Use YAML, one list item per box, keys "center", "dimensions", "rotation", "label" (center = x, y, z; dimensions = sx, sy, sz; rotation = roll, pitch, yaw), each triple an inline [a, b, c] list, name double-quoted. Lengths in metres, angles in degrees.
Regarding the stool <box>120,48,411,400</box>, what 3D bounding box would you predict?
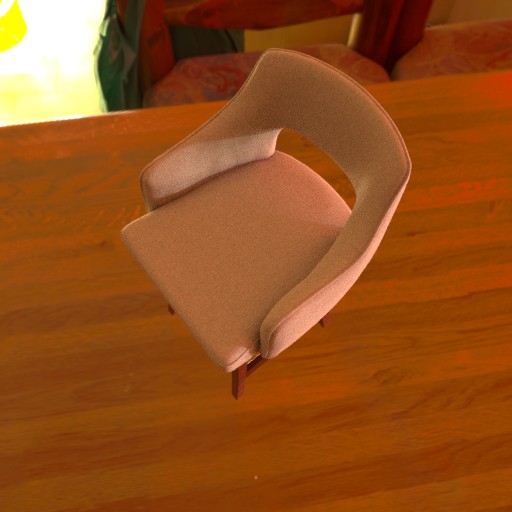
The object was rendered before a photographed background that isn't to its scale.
- center: [0.000, 0.000, 1.260]
  dimensions: [0.560, 0.936, 0.550]
  rotation: [-36, 69, -16]
  label: "stool"
